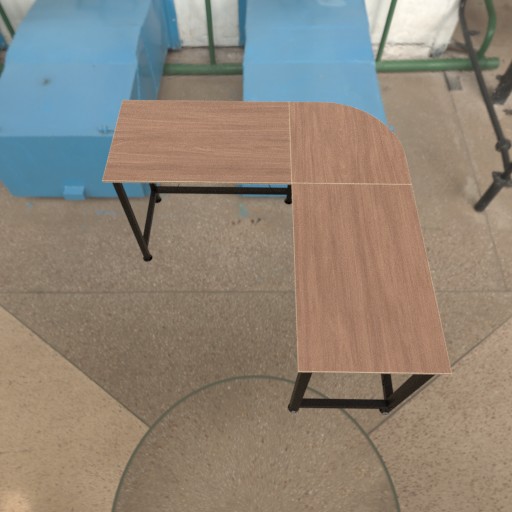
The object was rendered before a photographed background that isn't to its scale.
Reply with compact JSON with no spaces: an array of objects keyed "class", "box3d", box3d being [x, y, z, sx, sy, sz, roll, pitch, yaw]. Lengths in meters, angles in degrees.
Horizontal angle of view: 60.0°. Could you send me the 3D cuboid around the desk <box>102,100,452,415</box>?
[{"class":"desk","box3d":[0.000,0.000,2.250,1.400,0.762,1.400,1,59,0]}]
